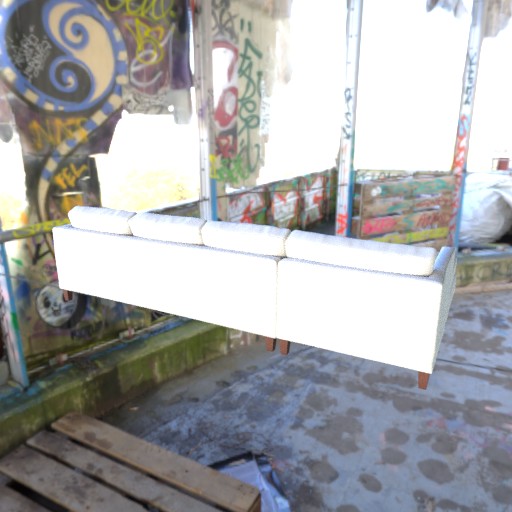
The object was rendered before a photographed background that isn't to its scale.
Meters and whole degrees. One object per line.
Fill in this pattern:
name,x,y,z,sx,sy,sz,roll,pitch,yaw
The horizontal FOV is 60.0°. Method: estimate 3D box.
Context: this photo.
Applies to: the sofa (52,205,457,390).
sofa,0.000,0.000,3.907,3.186,0.861,1.625,8,18,26
